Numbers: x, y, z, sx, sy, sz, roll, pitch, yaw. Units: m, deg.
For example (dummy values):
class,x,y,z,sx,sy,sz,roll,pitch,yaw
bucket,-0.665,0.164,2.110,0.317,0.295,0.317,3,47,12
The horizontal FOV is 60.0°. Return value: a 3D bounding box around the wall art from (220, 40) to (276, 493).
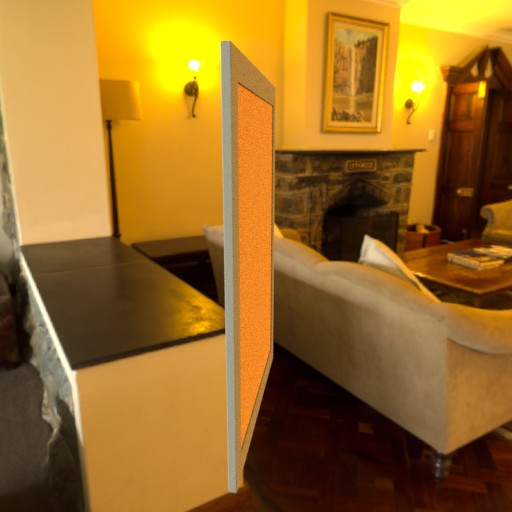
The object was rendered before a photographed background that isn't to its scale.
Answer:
class,x,y,z,sx,sy,sz,roll,pitch,yaw
wall art,0.000,0.000,0.679,0.012,0.529,0.374,2,14,9
